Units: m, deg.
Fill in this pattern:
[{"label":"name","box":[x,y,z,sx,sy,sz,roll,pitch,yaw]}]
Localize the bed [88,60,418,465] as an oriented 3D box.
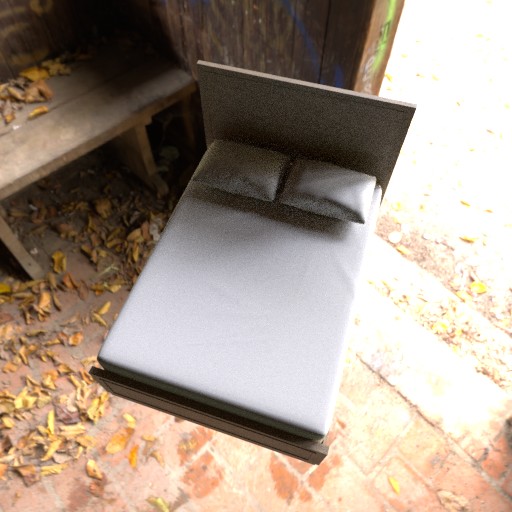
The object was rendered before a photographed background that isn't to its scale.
[{"label":"bed","box":[0.000,0.000,3.173,1.606,1.369,2.189,15,59,10]}]
